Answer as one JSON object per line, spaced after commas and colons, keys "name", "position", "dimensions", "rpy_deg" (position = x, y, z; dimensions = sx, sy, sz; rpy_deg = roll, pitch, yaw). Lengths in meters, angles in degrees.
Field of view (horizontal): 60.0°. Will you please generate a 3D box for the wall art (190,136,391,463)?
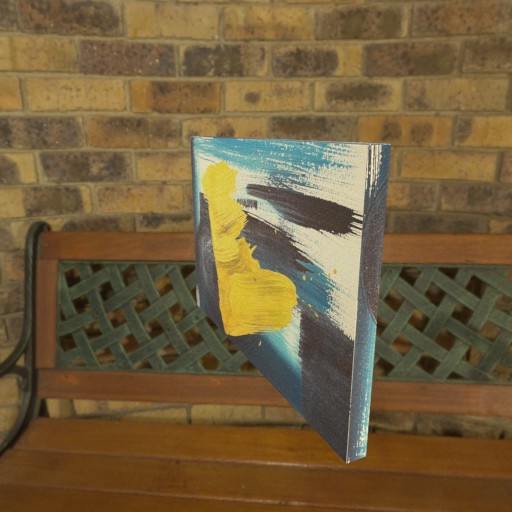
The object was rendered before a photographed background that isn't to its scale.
{"name": "wall art", "position": [0.000, 0.000, 0.795], "dimensions": [0.033, 0.406, 0.609], "rpy_deg": [-8, 18, -25]}
